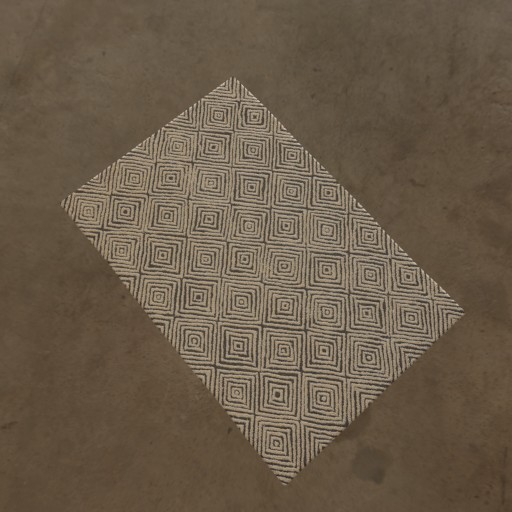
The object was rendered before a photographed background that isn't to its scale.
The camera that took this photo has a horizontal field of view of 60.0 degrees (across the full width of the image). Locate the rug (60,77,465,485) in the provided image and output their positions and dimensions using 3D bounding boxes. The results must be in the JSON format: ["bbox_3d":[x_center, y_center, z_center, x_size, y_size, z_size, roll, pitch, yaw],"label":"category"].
[{"bbox_3d":[0.000,0.000,2.213,1.177,0.004,1.750,-40,78,-10],"label":"rug"}]
